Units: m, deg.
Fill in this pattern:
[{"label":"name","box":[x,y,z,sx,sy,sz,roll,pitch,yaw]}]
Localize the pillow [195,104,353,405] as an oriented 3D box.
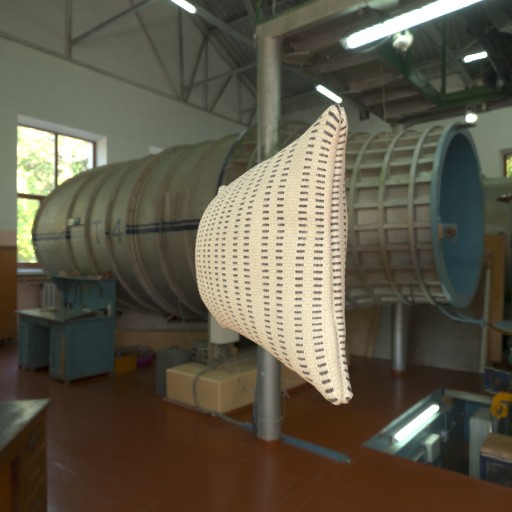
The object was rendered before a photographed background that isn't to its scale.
[{"label":"pillow","box":[0.000,0.000,0.812,0.210,0.353,0.640,0,0,-17]}]
